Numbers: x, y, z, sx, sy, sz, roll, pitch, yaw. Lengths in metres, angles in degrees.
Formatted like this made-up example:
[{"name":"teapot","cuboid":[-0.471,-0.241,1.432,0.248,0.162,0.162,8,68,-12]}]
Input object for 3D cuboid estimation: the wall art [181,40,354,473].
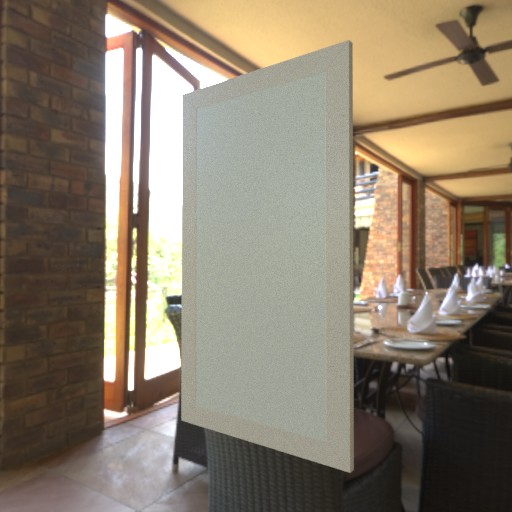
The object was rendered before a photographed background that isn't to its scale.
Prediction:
[{"name":"wall art","cuboid":[0.000,0.000,0.818,0.380,0.683,0.013,-1,-1,37]}]
